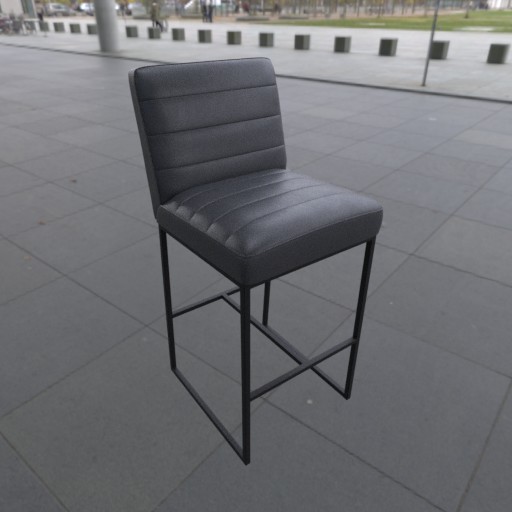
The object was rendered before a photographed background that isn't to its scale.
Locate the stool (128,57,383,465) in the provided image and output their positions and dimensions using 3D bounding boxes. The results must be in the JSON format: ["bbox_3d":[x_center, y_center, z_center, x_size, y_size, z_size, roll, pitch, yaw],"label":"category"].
[{"bbox_3d":[0.000,0.000,1.330,0.457,1.040,0.552,-20,35,-31],"label":"stool"}]
